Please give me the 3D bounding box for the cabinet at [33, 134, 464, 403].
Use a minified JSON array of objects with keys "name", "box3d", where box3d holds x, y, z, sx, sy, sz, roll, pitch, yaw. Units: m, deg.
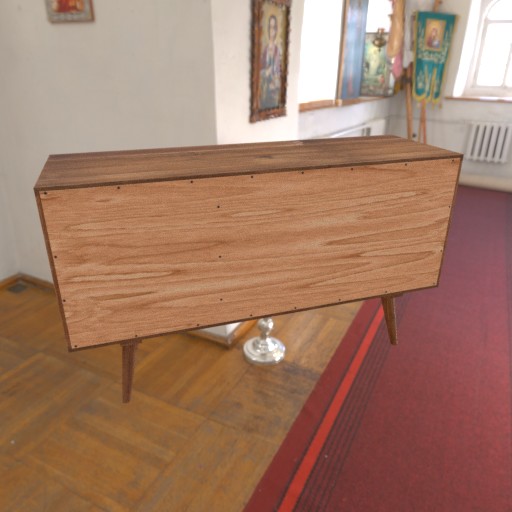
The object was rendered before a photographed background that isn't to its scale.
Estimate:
[{"name":"cabinet","box3d":[0.000,0.000,1.745,1.400,0.800,0.472,-8,26,-16]}]
